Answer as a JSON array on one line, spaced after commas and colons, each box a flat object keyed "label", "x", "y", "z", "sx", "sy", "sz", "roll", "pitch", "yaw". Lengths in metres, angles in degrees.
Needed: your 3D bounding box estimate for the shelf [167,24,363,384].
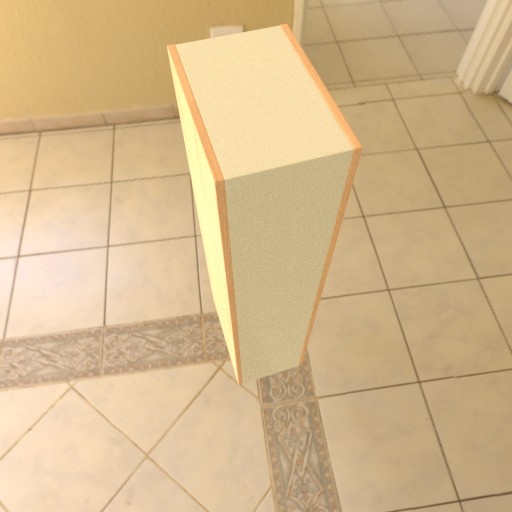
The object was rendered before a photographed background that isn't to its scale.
[{"label": "shelf", "x": 0.000, "y": 0.000, "z": 1.000, "sx": 0.197, "sy": 0.882, "sz": 0.290, "roll": -15, "pitch": 59, "yaw": -9}]
